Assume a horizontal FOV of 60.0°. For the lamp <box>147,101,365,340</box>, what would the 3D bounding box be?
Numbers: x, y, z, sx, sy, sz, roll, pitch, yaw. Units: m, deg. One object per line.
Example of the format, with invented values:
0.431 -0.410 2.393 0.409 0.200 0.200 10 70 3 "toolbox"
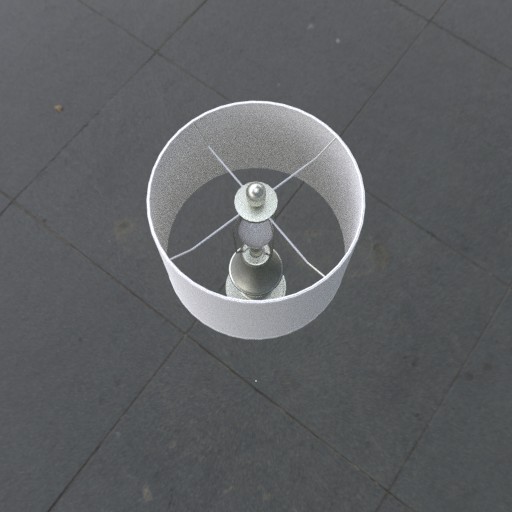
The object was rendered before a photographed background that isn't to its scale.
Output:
0.000 0.000 1.000 0.383 0.733 0.383 0 74 0 "lamp"
